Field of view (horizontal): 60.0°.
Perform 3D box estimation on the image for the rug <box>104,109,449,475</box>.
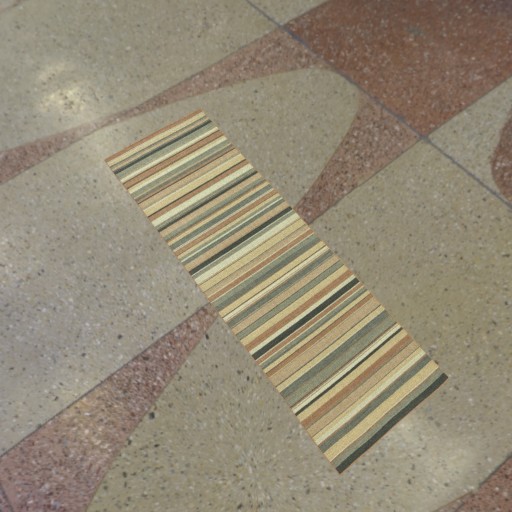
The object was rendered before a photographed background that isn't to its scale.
[{"bbox_3d":[0.000,0.000,2.727,0.799,0.010,2.444,-34,68,-15],"label":"rug"}]
